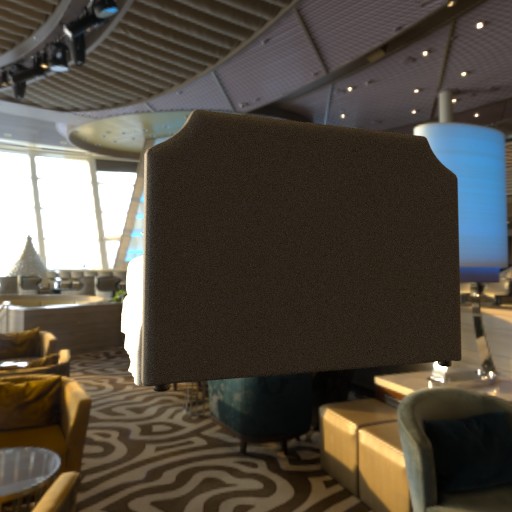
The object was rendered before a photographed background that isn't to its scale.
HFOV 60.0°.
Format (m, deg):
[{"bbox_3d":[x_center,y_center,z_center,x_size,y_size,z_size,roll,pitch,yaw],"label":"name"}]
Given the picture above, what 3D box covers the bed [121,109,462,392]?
[{"bbox_3d":[0.000,0.000,3.870,2.194,1.561,2.536,1,-2,-19],"label":"bed"}]
